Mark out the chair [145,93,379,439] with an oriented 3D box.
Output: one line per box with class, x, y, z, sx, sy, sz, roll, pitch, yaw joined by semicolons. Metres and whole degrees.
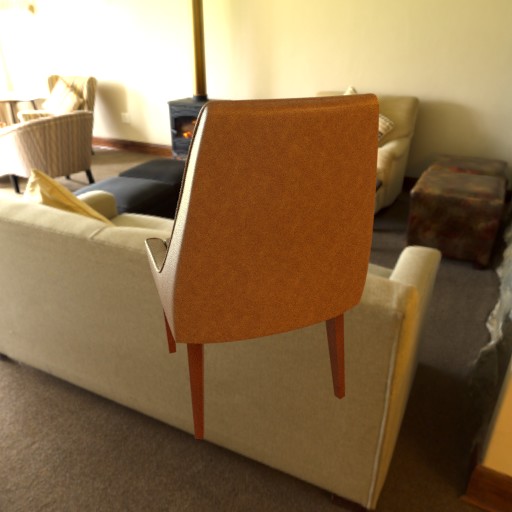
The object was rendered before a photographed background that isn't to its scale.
chair;0.000;0.000;1.193;0.529;0.861;0.544;-9;28;-18
